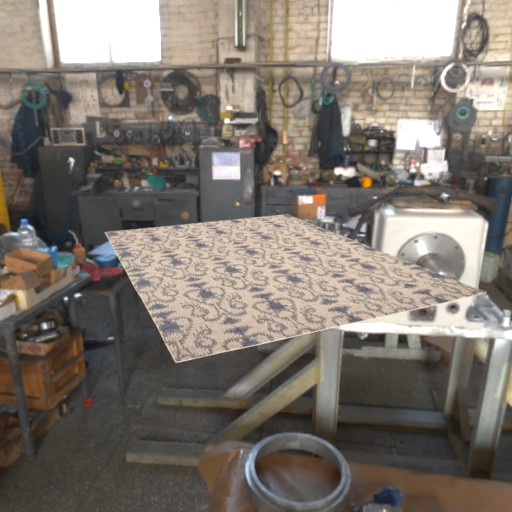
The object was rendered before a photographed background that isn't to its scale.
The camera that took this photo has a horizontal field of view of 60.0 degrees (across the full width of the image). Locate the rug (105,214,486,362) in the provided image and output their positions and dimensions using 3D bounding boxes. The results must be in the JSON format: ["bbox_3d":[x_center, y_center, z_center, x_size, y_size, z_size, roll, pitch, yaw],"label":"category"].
[{"bbox_3d":[0.000,0.000,4.294,2.437,0.015,3.205,-8,19,-24],"label":"rug"}]
